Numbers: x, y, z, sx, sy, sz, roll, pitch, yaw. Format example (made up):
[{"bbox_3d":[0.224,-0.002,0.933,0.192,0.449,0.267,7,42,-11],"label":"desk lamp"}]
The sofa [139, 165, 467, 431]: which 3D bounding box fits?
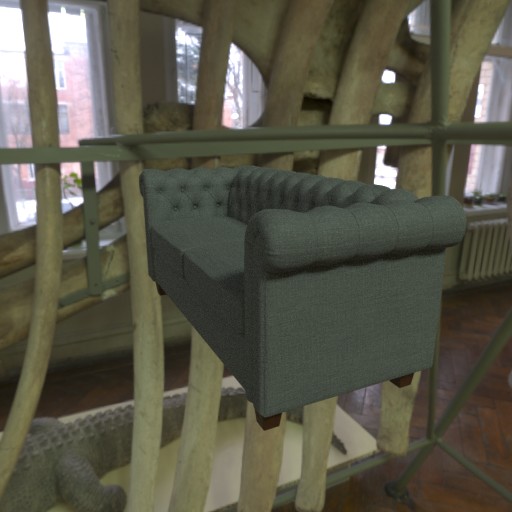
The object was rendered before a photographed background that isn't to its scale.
[{"bbox_3d":[0.000,0.000,2.236,0.783,0.797,1.798,-7,17,-25],"label":"sofa"}]
